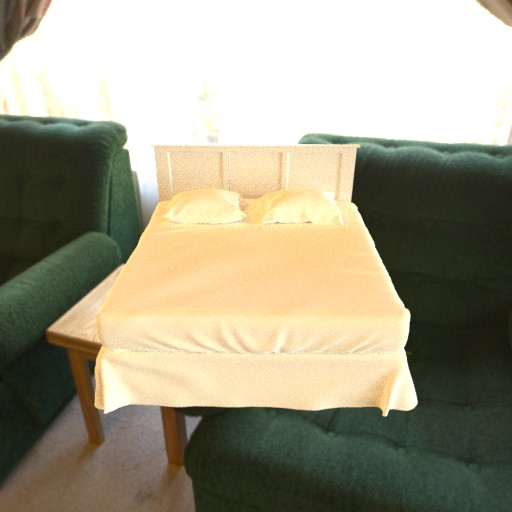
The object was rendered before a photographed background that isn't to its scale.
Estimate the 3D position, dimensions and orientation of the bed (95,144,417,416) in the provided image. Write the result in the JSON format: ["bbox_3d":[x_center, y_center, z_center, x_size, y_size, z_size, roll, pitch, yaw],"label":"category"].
[{"bbox_3d":[0.000,0.000,3.623,2.317,1.273,2.215,0,29,1],"label":"bed"}]
